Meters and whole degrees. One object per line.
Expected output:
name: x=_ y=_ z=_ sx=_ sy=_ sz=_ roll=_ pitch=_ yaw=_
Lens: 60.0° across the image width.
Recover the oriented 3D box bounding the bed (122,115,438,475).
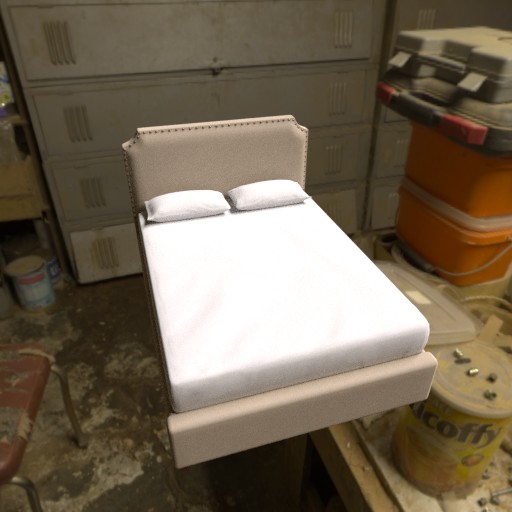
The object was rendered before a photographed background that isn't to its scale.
bed: x=0.000 y=0.000 z=3.371 sx=1.703 sy=1.415 sz=2.329 roll=-10 pitch=34 yaw=-14
